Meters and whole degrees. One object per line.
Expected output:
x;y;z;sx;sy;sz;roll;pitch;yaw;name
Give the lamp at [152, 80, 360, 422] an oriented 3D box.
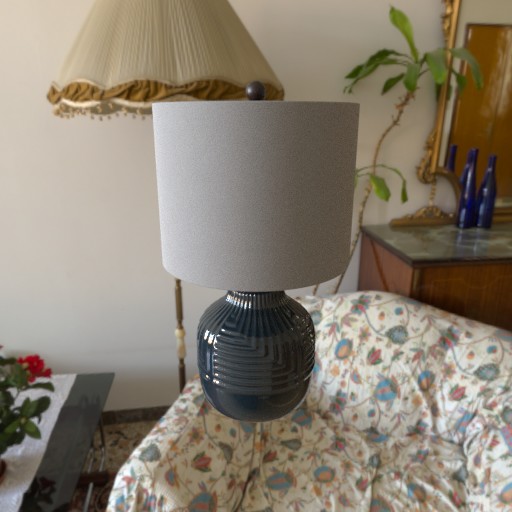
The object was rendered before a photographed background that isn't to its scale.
0.000;0.000;0.769;0.318;0.567;0.318;0;18;0;lamp
